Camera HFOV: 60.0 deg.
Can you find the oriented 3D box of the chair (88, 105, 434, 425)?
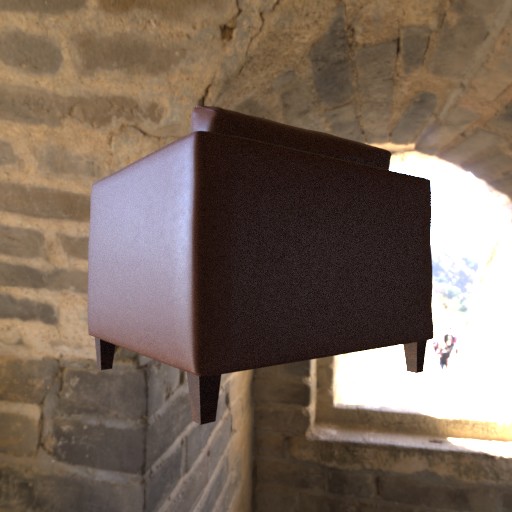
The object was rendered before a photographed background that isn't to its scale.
[{"bbox_3d":[0.000,0.000,1.809,1.107,0.917,0.959,1,-2,-37],"label":"chair"}]
